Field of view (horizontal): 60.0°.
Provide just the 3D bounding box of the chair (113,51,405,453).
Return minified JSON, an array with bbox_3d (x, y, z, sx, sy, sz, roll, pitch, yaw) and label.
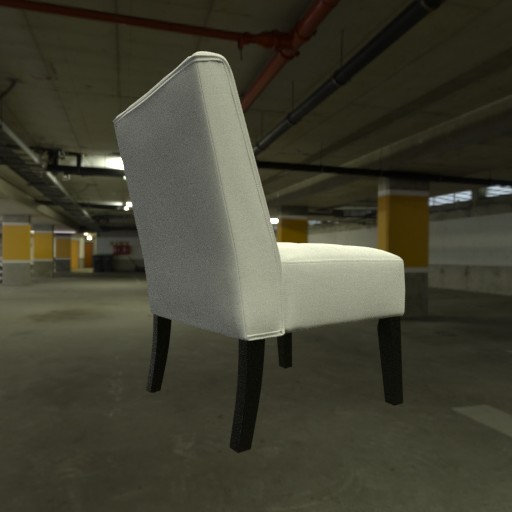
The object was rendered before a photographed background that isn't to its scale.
[{"bbox_3d":[0.000,0.000,1.299,0.676,0.853,0.569,0,0,-35],"label":"chair"}]
